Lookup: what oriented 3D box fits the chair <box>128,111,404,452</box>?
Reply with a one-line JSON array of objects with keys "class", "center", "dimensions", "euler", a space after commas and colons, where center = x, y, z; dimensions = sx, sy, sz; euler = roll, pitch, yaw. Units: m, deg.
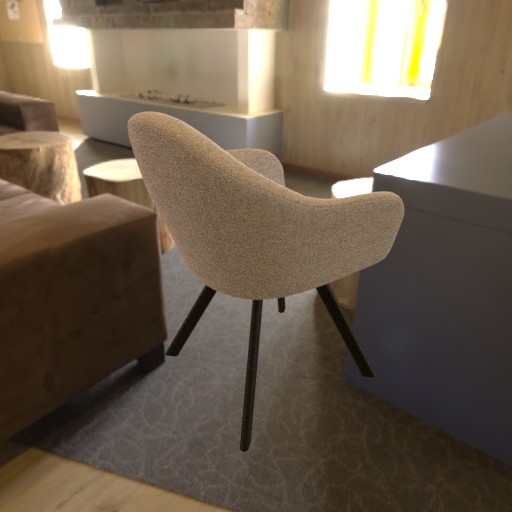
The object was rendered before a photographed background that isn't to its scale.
[{"class": "chair", "center": [0.000, 0.000, 1.184], "dimensions": [0.570, 0.780, 0.540], "euler": [-17, 32, -31]}]
